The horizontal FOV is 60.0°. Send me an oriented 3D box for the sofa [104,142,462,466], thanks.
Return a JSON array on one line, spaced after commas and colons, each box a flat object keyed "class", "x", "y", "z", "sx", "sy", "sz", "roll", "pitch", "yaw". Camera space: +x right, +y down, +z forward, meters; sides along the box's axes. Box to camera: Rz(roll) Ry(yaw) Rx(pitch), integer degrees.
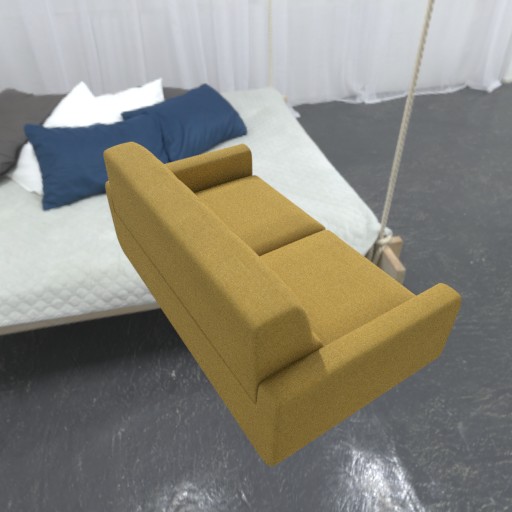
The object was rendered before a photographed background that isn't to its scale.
[{"class": "sofa", "x": 0.000, "y": 0.000, "z": 2.145, "sx": 0.909, "sy": 0.841, "sz": 1.631, "roll": -22, "pitch": 44, "yaw": -25}]
